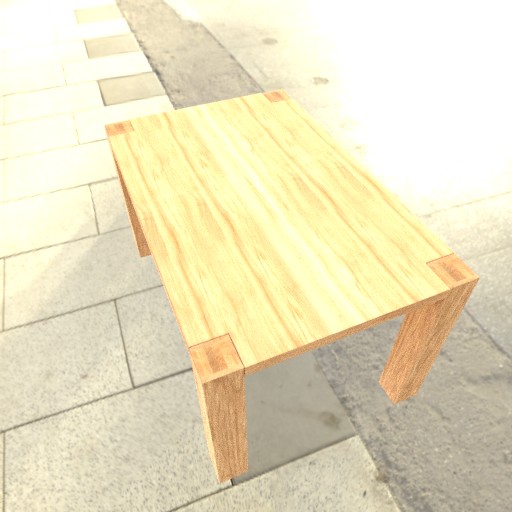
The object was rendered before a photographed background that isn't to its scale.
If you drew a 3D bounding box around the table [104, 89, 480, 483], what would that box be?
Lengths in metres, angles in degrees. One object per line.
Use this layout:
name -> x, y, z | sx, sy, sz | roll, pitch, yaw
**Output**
table -> 0.000, 0.000, 1.957 | 0.900, 0.760, 1.400 | -17, 48, -16
